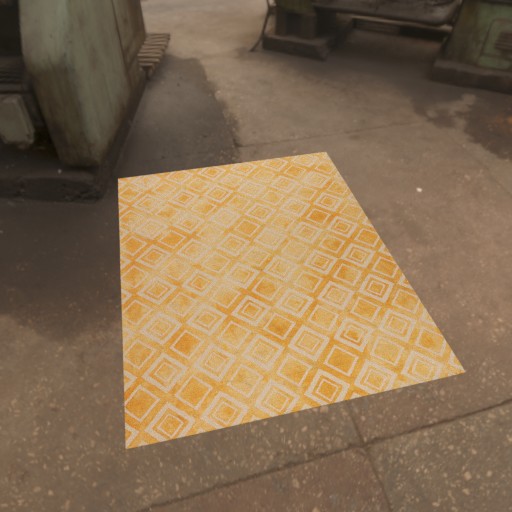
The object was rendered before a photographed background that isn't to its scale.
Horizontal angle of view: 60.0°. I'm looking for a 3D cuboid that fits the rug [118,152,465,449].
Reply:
[{"bbox_3d":[0.000,0.000,4.074,2.433,0.011,3.037,-9,46,-9],"label":"rug"}]
